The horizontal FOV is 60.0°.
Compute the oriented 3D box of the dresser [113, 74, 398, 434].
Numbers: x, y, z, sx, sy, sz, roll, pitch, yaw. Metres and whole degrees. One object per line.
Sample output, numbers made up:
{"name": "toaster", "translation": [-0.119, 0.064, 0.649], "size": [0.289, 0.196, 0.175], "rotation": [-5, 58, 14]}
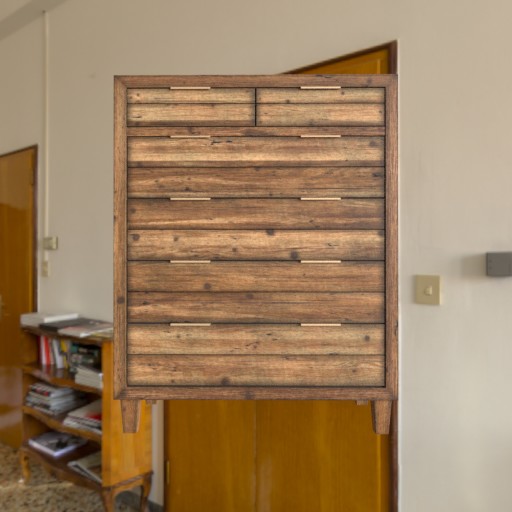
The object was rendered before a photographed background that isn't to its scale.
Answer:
{"name": "dresser", "translation": [0.000, 0.000, 1.871], "size": [1.067, 1.359, 0.438], "rotation": [0, 0, 1]}
